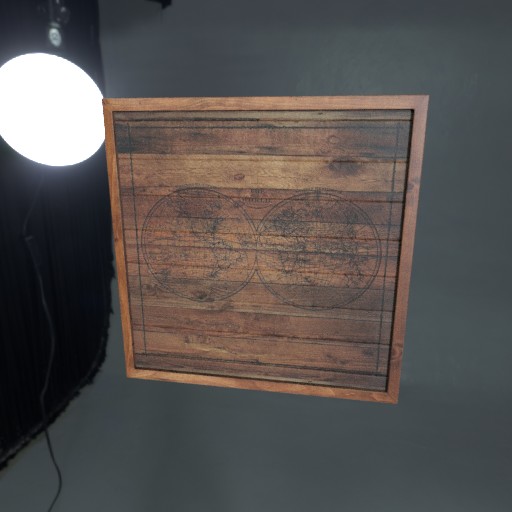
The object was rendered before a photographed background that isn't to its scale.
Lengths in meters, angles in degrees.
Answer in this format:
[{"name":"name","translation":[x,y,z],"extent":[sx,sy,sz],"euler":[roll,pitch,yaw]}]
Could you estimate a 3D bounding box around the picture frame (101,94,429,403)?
[{"name":"picture frame","translation":[0.000,0.000,1.207],"extent":[0.810,0.817,0.029],"euler":[3,17,9]}]
